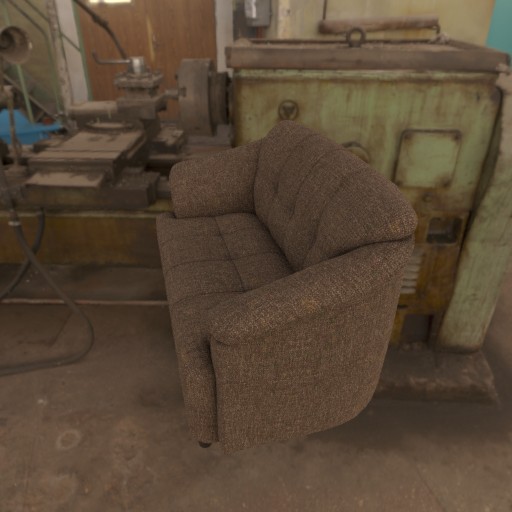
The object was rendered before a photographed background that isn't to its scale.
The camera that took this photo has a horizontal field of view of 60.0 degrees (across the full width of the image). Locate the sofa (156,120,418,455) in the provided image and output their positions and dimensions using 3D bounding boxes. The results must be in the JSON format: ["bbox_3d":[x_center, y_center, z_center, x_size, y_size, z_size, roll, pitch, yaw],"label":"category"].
[{"bbox_3d":[0.000,0.000,1.929,0.799,0.895,1.404,-8,31,-13],"label":"sofa"}]
